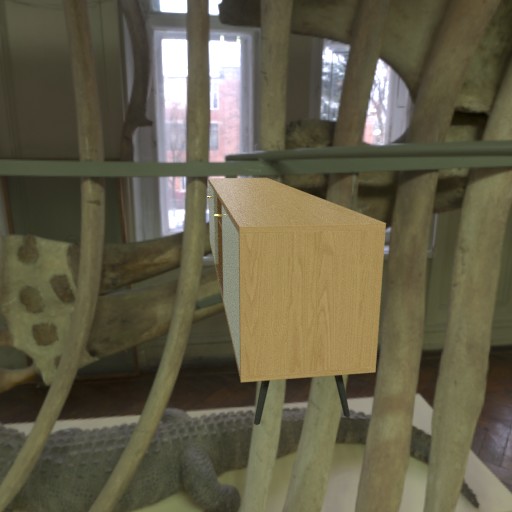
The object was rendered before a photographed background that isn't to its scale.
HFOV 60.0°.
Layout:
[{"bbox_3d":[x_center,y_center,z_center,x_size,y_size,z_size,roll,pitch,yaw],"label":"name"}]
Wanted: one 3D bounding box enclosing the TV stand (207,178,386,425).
[{"bbox_3d":[0.000,0.000,2.000,0.400,0.580,1.760,-2,14,-8],"label":"TV stand"}]
